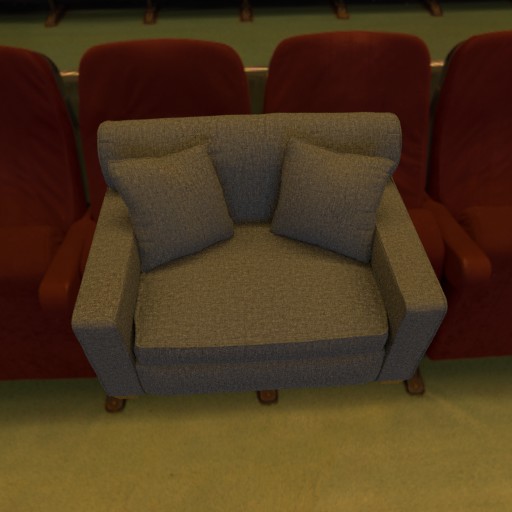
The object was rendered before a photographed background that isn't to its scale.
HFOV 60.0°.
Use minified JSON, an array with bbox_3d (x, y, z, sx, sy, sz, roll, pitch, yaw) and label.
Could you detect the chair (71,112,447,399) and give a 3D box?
[{"bbox_3d":[0.000,0.000,2.025,1.383,0.948,1.000,-3,47,-2],"label":"chair"}]
